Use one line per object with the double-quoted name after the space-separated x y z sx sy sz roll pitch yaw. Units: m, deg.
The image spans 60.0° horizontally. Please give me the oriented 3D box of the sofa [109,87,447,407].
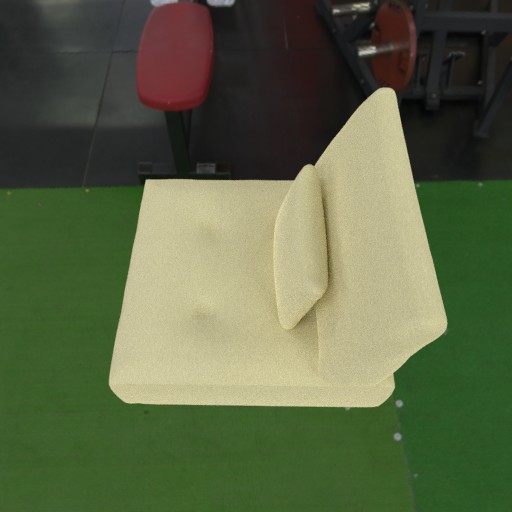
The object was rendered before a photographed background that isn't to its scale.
0.000 0.000 1.652 1.000 0.820 0.930 1 58 0 "sofa"
